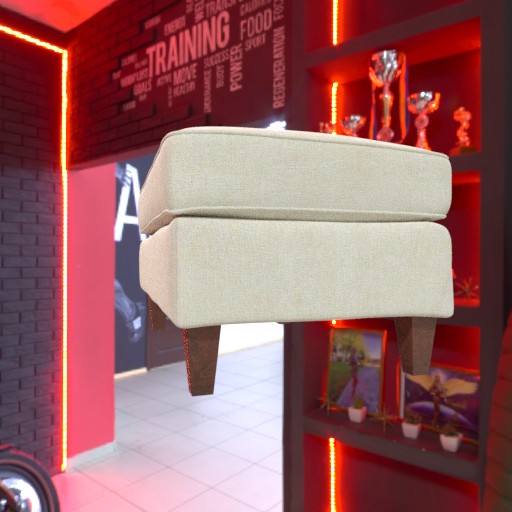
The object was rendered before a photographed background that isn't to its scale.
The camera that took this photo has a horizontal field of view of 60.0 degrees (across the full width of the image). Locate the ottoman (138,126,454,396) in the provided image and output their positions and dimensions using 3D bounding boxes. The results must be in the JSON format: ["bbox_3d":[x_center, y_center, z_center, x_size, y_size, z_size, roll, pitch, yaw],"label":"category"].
[{"bbox_3d":[0.000,0.000,1.195,0.583,0.484,0.862,0,0,-18],"label":"ottoman"}]
